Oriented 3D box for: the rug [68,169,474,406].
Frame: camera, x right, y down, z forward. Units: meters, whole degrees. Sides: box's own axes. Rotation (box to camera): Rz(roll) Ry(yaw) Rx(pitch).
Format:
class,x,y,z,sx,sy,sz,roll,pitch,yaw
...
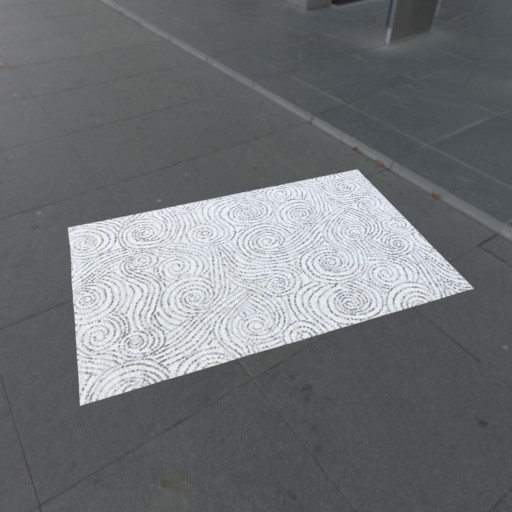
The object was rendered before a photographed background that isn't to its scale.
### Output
class,x,y,z,sx,sy,sz,roll,pitch,yaw
rug,0.000,0.000,3.075,2.439,0.005,1.524,-14,44,-14
